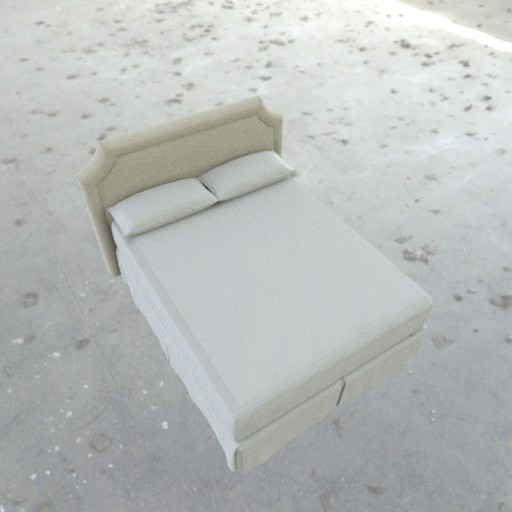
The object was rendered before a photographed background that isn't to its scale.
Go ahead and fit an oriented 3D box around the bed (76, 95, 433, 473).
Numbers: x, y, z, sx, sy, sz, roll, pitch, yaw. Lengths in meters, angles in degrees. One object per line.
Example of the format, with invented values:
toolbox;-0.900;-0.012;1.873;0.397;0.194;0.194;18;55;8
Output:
bed;0.000;0.000;3.286;1.828;1.297;2.164;-24;50;-22
